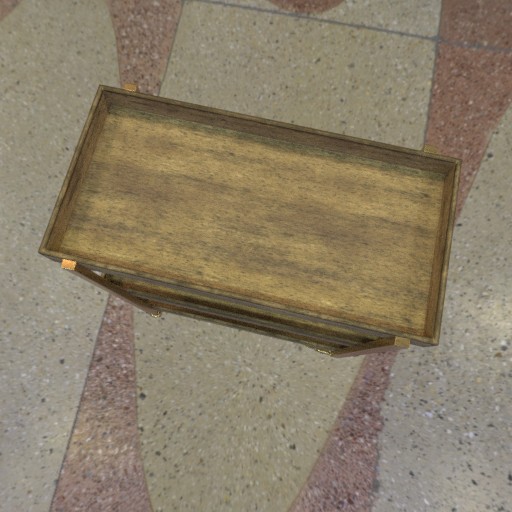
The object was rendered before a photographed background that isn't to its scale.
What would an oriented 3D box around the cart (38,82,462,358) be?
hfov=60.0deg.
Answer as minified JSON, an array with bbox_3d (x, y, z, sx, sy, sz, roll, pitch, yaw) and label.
[{"bbox_3d":[0.000,0.000,1.236,0.750,0.799,0.416,13,76,3],"label":"cart"}]
